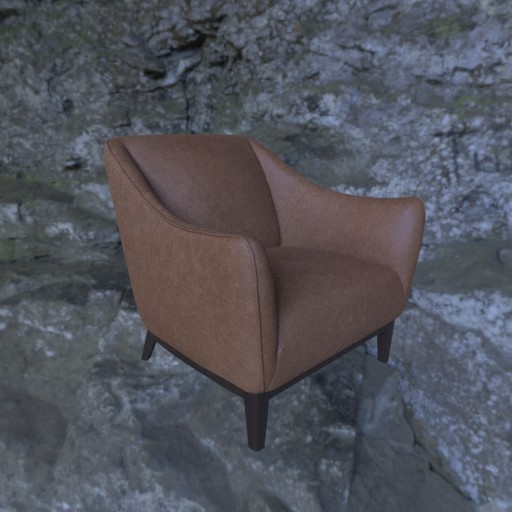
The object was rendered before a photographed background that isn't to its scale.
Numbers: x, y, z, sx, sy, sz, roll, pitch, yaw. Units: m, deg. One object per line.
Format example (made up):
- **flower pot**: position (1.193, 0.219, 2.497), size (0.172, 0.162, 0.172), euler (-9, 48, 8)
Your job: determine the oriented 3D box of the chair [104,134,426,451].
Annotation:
- **chair**: position (0.000, 0.000, 1.575), size (0.871, 0.830, 0.852), euler (-15, 22, -43)
